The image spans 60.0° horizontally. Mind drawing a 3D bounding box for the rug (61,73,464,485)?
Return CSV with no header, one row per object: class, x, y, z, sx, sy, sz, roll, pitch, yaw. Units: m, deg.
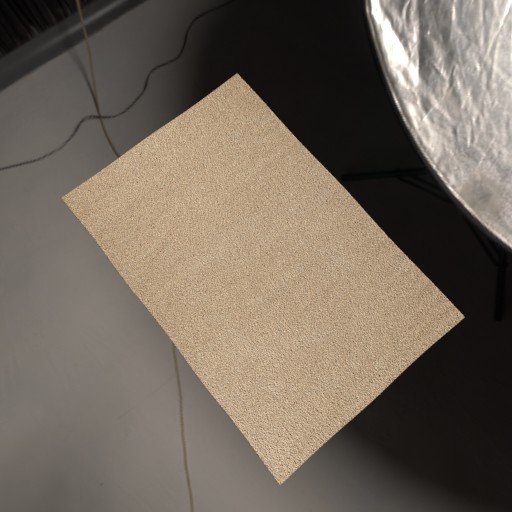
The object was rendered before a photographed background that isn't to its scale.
rug,0.000,0.000,3.418,1.800,0.025,2.699,-39,79,-9
